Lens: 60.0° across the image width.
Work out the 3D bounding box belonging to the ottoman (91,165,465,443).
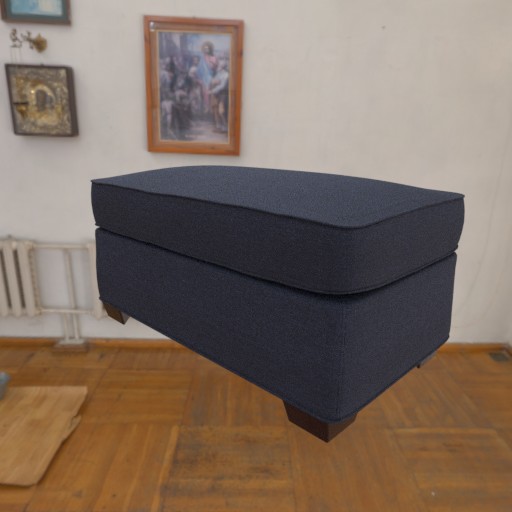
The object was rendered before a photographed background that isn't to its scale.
[{"bbox_3d":[0.000,0.000,1.173,0.895,0.453,0.505,15,22,43],"label":"ottoman"}]
